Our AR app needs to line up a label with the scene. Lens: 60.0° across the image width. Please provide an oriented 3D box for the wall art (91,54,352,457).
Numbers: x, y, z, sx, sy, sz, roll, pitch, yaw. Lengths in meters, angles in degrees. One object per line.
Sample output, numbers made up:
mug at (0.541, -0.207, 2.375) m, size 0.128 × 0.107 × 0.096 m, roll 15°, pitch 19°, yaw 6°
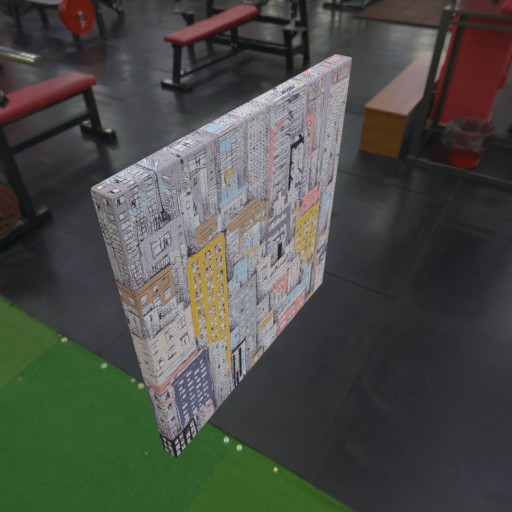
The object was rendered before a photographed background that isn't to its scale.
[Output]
wall art at (0.000, 0.000, 1.097) m, size 0.048 × 0.762 × 0.761 m, roll 24°, pitch 46°, yaw 26°
